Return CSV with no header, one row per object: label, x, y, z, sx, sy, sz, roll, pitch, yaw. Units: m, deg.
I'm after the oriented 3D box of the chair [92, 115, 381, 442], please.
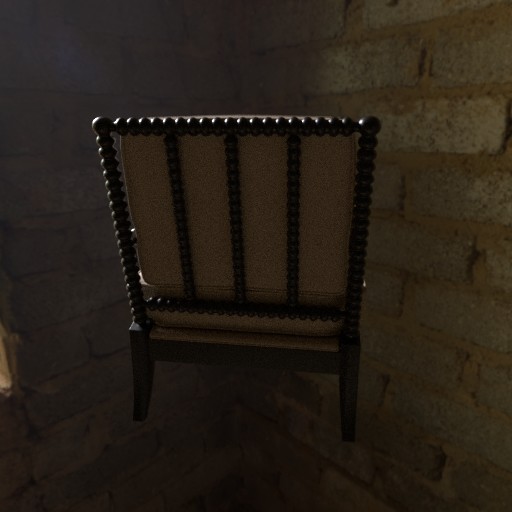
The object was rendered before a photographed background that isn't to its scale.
chair,0.000,0.000,1.178,0.555,0.703,0.657,2,16,8
